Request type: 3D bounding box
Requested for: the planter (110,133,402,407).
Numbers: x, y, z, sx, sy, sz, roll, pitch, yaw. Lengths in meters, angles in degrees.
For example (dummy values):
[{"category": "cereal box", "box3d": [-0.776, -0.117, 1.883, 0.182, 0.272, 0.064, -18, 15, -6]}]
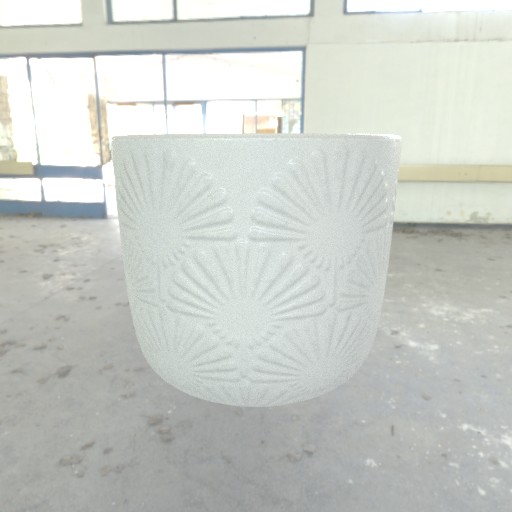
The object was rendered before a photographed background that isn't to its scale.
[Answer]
[{"category": "planter", "box3d": [0.000, 0.000, 0.210, 0.124, 0.109, 0.124, 0, 14, 0]}]
